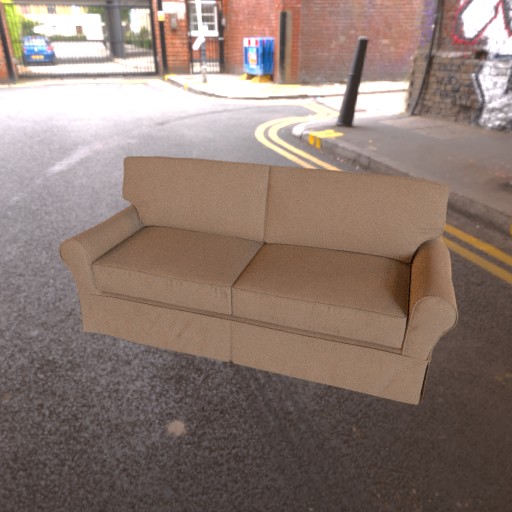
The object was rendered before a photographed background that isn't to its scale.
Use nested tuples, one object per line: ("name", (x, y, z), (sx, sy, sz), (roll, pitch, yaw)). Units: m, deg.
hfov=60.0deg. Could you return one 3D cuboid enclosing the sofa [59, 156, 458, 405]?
("sofa", (0.000, 0.000, 2.731), (2.246, 1.014, 0.900), (8, 27, 17))
